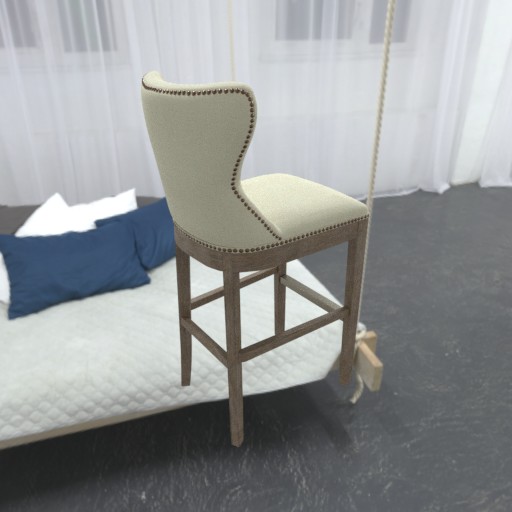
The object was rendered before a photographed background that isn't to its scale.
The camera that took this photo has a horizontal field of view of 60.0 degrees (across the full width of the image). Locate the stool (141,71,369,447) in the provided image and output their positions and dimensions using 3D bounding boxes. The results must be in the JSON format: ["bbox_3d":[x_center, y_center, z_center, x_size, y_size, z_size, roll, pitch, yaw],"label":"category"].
[{"bbox_3d":[0.000,0.000,1.462,0.606,1.123,0.494,-19,32,-33],"label":"stool"}]
